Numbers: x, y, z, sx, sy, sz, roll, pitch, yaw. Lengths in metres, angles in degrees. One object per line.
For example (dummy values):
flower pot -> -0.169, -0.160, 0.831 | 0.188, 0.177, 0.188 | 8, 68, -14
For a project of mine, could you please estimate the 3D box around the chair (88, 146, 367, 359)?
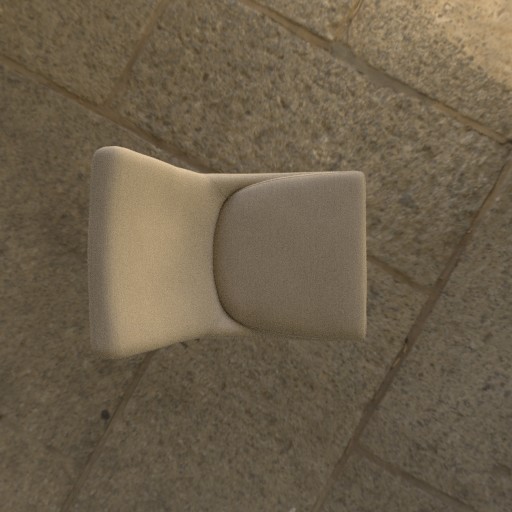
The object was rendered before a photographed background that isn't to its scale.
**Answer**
chair -> 0.000, 0.000, 1.299 | 0.638, 0.940, 0.515 | 0, 89, 1
